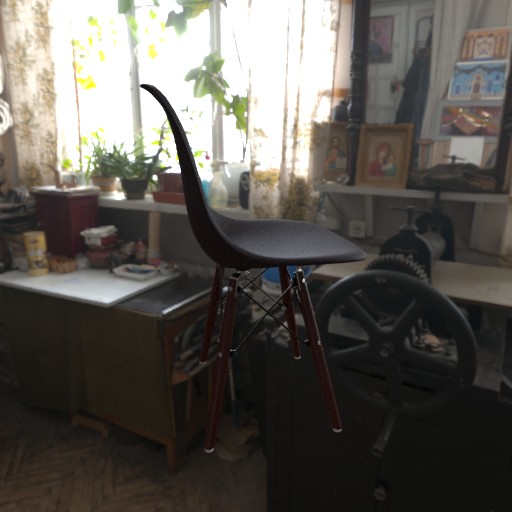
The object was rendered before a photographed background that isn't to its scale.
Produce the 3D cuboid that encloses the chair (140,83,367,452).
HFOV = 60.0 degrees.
[{"bbox_3d":[0.000,0.000,1.159,0.533,0.826,0.470,-3,16,-10],"label":"chair"}]
